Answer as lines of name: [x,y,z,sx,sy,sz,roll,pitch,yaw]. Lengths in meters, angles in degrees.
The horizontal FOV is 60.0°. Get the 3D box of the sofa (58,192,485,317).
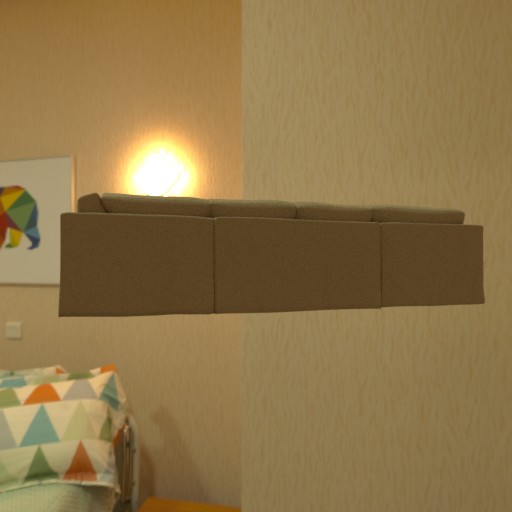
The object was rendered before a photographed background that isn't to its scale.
sofa: [0.000,0.000,4.533,3.528,0.878,2.476,0,-1,-18]
